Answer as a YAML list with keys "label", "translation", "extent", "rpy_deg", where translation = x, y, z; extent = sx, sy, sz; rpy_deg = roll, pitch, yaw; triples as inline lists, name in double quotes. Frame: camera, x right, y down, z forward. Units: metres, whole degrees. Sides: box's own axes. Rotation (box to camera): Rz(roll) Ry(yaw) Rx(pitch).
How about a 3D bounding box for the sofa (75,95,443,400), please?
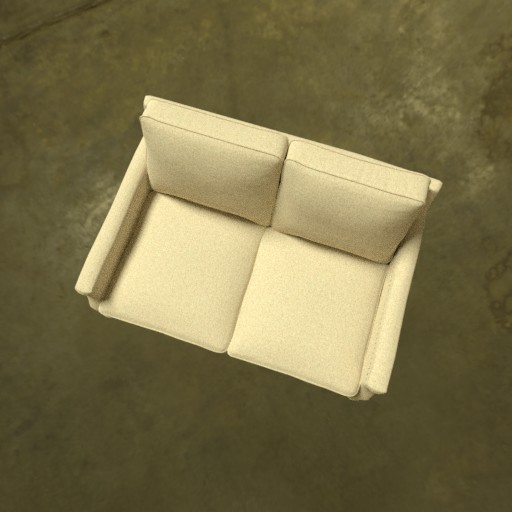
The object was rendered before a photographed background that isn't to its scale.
- label: "sofa"
  translation: [0.000, 0.000, 2.349]
  extent: [1.597, 1.003, 1.084]
  rpy_deg: [18, 76, 5]
